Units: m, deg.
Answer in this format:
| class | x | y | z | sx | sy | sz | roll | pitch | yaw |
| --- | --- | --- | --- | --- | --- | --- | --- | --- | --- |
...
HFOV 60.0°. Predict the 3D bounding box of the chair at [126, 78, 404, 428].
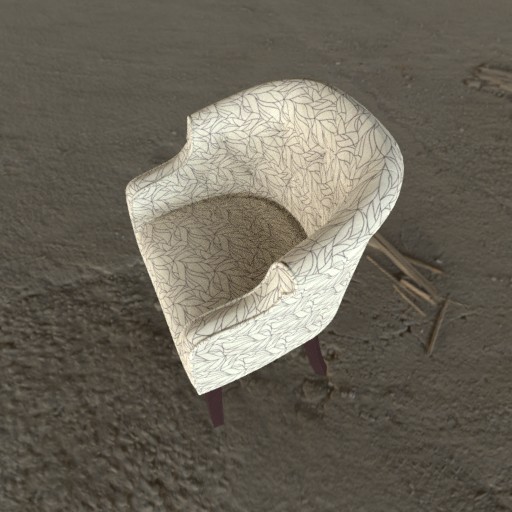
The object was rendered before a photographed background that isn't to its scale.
| class | x | y | z | sx | sy | sz | roll | pitch | yaw |
| --- | --- | --- | --- | --- | --- | --- | --- | --- | --- |
| chair | 0.000 | 0.000 | 1.312 | 0.613 | 0.858 | 0.686 | -18 | 51 | -16 |
